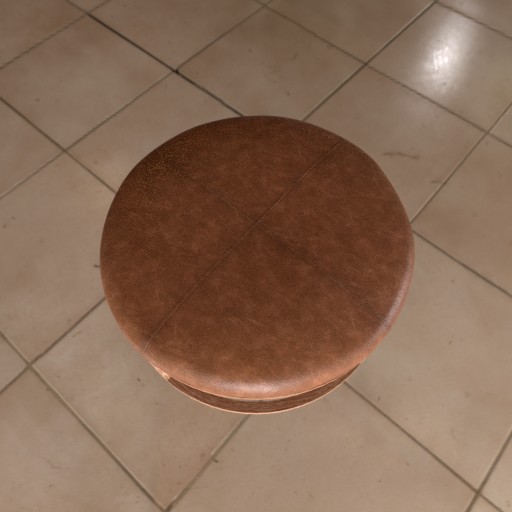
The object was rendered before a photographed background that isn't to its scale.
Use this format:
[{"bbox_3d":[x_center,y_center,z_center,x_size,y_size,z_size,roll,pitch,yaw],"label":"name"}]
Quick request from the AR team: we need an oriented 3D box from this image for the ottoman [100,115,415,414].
[{"bbox_3d":[0.000,0.000,1.552,1.006,0.445,1.006,0,63,0],"label":"ottoman"}]
